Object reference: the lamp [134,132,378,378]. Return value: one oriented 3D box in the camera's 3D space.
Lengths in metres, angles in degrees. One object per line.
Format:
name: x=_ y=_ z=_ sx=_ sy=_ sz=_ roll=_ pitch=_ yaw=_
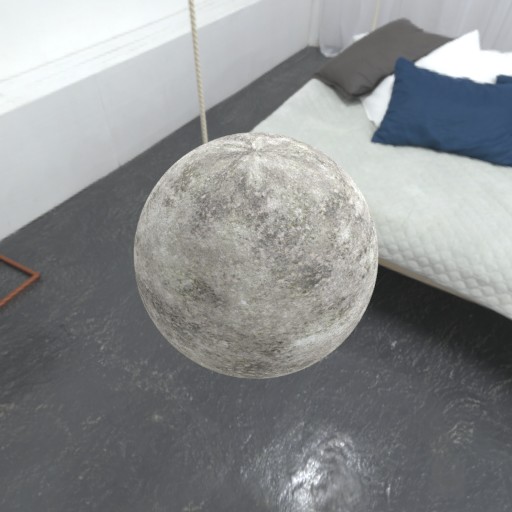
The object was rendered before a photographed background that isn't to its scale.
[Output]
lamp: x=0.000 y=0.000 z=0.794 sx=0.422 sy=0.429 sz=0.422 roll=0 pitch=45 yaw=0
